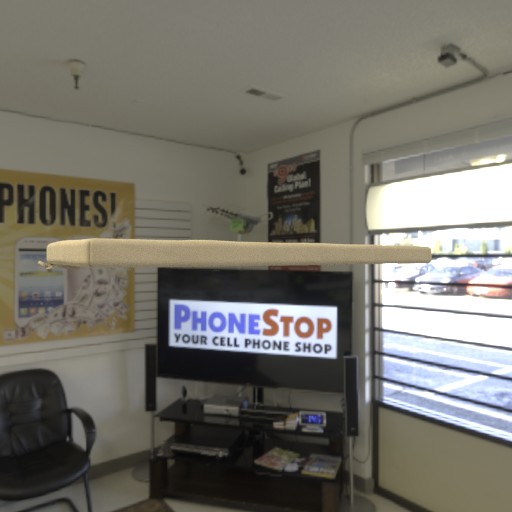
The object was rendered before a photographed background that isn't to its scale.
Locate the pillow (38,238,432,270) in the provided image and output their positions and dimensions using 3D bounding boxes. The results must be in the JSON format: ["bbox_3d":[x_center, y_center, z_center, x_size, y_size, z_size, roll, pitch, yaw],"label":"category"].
[{"bbox_3d":[0.000,0.000,1.390,1.187,0.081,0.492,0,0,-35],"label":"pillow"}]
